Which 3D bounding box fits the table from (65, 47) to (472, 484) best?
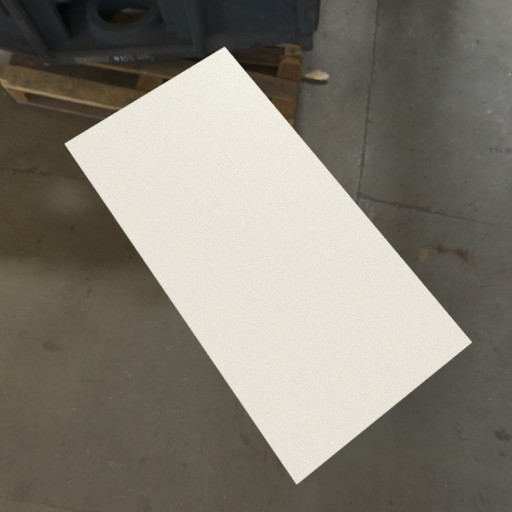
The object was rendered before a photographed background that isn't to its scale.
[{"bbox_3d":[0.000,0.000,1.510,0.609,0.432,1.194,-35,78,-9],"label":"table"}]
